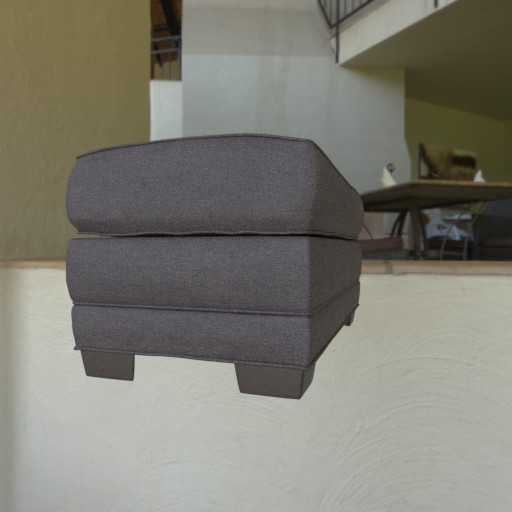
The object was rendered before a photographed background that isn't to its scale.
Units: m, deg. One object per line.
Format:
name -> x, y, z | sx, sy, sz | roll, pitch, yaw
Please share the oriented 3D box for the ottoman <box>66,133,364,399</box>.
ottoman -> 0.000, 0.000, 1.150 | 0.490, 0.448, 0.864 | 0, 1, 18
